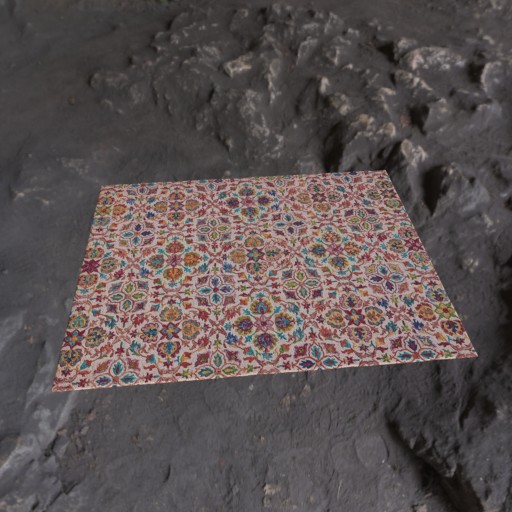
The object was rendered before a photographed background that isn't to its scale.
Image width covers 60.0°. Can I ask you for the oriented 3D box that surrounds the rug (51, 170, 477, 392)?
[{"bbox_3d":[0.000,0.000,4.156,3.215,0.020,2.446,-4,46,-4],"label":"rug"}]
